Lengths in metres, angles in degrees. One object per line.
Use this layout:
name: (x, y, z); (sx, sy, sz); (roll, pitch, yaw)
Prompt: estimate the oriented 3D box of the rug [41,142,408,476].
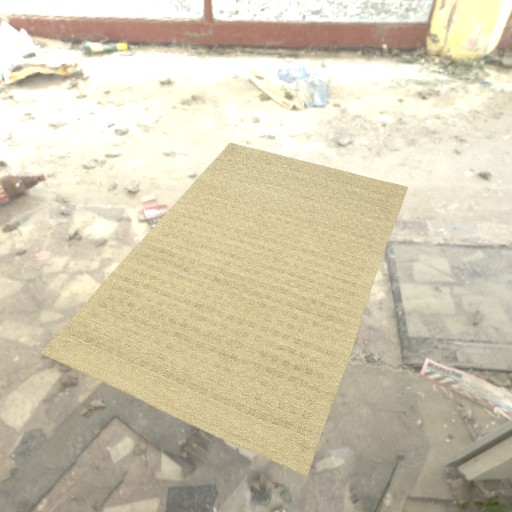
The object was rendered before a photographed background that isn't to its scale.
rug: (0.000, 0.000, 2.897); (1.532, 0.018, 2.297); (18, 49, 17)
